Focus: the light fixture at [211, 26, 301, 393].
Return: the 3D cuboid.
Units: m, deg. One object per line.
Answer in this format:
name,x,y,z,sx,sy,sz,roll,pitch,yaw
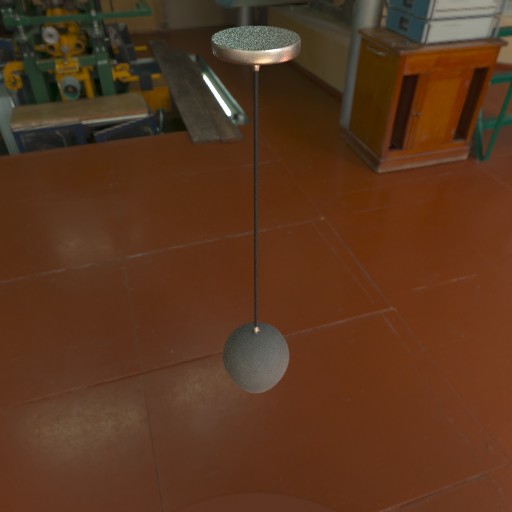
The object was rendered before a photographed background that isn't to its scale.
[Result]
light fixture,0.000,0.000,0.833,0.153,0.760,0.153,11,41,12
